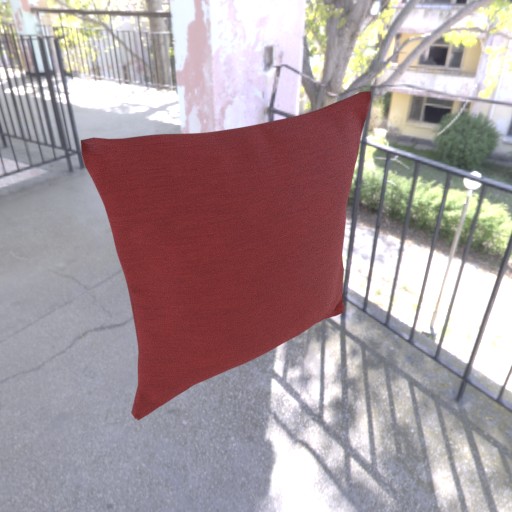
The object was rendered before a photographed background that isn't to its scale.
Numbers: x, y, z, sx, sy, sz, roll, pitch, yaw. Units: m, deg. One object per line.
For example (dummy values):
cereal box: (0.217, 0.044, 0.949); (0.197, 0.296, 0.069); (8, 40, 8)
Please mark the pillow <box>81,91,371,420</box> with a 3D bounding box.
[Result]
pillow: (0.000, 0.000, 0.651); (0.435, 0.416, 0.151); (-21, 36, -31)
